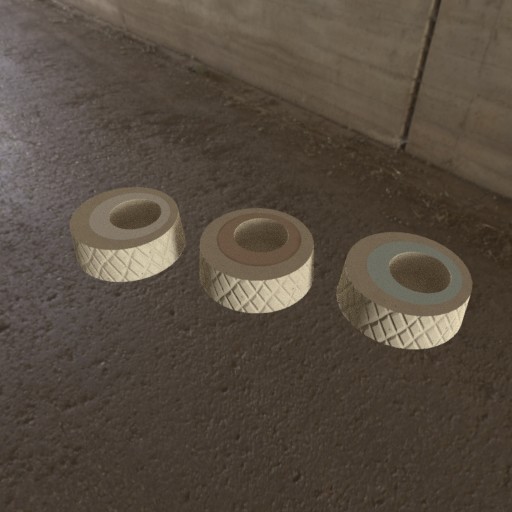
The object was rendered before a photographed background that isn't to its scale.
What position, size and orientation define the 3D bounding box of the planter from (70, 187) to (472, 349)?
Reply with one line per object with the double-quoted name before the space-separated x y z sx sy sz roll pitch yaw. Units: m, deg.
"planter" 0.000 0.000 0.430 0.390 0.038 0.114 11 43 13
